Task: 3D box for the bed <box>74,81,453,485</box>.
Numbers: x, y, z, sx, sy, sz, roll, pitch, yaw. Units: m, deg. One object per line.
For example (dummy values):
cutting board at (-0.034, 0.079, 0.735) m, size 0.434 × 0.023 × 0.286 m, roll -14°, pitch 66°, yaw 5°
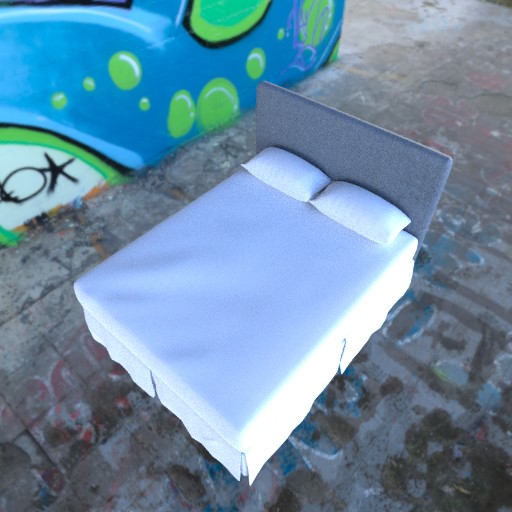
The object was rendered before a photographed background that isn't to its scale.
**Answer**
bed at (0.000, 0.000, 3.167) m, size 1.723 × 1.330 × 2.142 m, roll 33°, pitch 55°, yaw 27°
